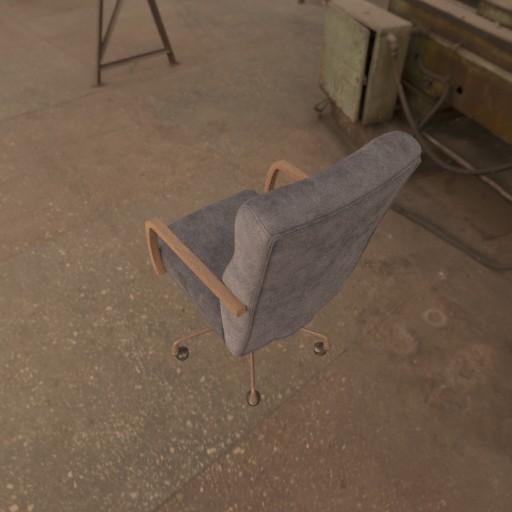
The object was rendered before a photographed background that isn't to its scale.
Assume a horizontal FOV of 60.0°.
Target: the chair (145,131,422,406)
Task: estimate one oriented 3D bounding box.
[{"bbox_3d":[0.000,0.000,1.495,0.640,1.029,0.741,-29,52,-26],"label":"chair"}]
